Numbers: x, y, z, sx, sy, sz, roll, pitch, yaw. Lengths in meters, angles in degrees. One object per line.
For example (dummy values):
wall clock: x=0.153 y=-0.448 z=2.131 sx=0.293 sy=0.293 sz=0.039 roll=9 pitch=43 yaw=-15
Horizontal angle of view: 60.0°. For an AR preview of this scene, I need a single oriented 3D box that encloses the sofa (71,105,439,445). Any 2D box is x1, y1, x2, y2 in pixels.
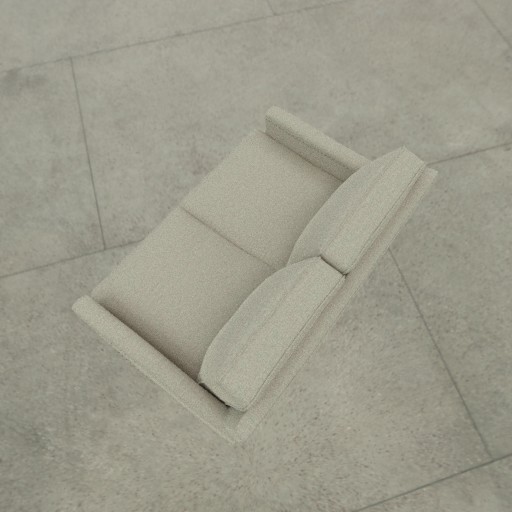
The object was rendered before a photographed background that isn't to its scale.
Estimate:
sofa: x=0.000 y=0.000 z=2.307 sx=1.084 sy=1.003 sz=1.597 roll=35 pitch=69 yaw=15
